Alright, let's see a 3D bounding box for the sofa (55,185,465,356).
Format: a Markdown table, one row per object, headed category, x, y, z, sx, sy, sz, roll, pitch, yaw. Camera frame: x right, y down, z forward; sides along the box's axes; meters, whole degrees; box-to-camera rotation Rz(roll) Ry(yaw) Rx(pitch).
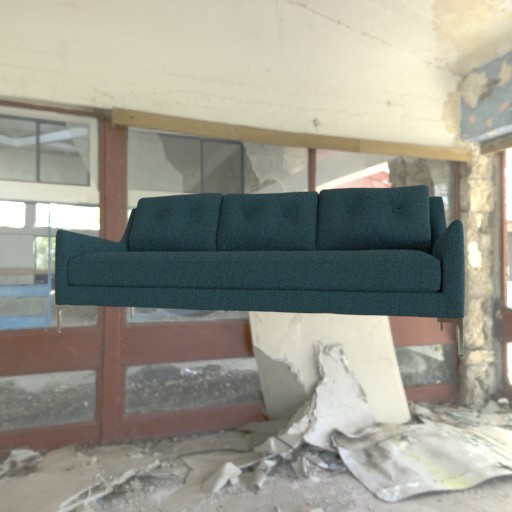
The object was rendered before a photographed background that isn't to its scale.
| category | x | y | z | sx | sy | sz | roll | pitch | yaw |
| --- | --- | --- | --- | --- | --- | --- | --- | --- | --- |
| sofa | 0.000 | 0.000 | 2.500 | 2.060 | 0.837 | 0.849 | 0 | -1 | 17 |
